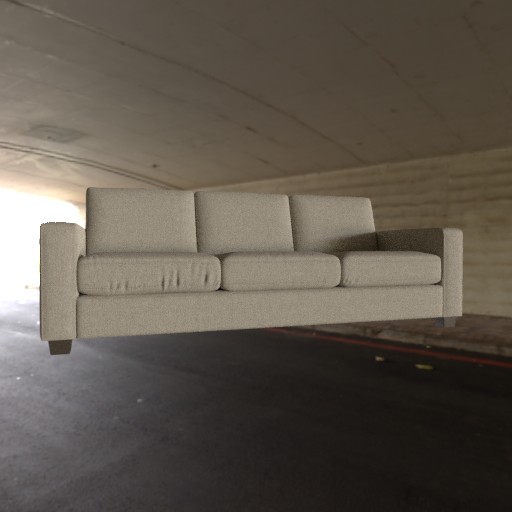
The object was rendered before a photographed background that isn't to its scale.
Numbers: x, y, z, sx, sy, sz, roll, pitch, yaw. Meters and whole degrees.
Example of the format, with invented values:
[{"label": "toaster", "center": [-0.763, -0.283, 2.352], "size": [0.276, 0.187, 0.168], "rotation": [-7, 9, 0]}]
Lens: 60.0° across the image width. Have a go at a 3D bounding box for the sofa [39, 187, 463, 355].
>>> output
[{"label": "sofa", "center": [0.000, 0.000, 2.558], "size": [2.160, 0.800, 0.900], "rotation": [0, 1, -18]}]
